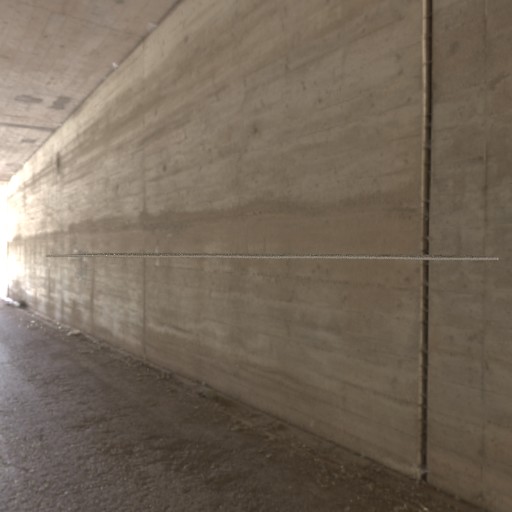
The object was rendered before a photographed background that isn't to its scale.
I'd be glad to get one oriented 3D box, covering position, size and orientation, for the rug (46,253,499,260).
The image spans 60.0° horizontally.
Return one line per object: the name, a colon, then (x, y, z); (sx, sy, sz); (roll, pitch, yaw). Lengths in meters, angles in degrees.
rug: (0.000, 0.000, 2.350); (2.182, 0.015, 0.645); (0, 1, 18)
